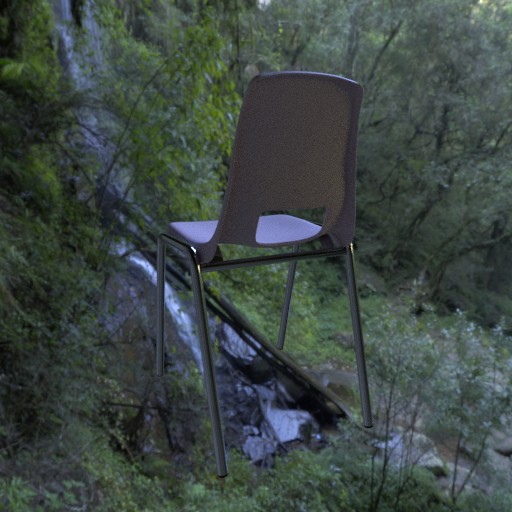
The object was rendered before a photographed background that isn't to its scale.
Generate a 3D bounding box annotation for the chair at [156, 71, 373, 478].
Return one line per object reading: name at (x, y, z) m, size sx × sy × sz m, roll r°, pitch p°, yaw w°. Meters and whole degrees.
chair at (0.000, 0.000, 0.980) m, size 0.381 × 0.704 × 0.436 m, roll -7°, pitch 15°, yaw -25°
